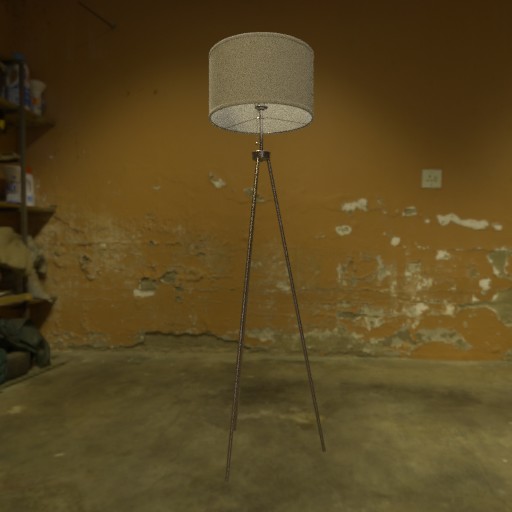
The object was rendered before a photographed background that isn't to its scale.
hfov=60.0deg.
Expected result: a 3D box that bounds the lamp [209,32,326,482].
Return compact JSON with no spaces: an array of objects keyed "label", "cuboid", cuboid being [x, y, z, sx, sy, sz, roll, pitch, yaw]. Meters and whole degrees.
[{"label":"lamp","cuboid":[0.000,0.000,1.749,0.448,1.545,0.458,0,0,-36]}]
